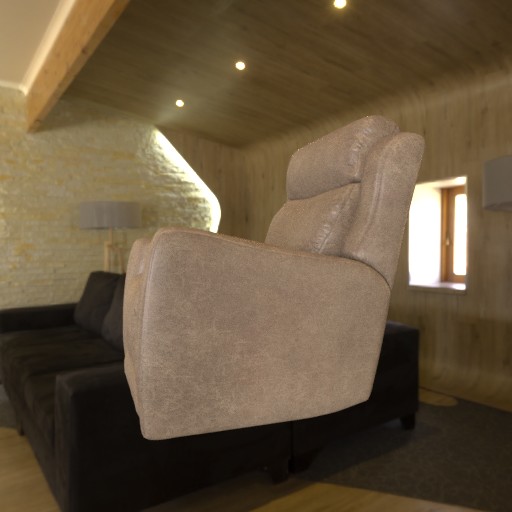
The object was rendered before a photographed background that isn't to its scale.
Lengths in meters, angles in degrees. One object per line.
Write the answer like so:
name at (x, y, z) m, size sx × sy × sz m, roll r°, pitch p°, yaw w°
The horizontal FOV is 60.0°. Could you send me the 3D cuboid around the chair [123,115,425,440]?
chair at (0.000, 0.000, 1.887) m, size 1.068 × 1.116 × 0.965 m, roll 0°, pitch 1°, yaw -19°
